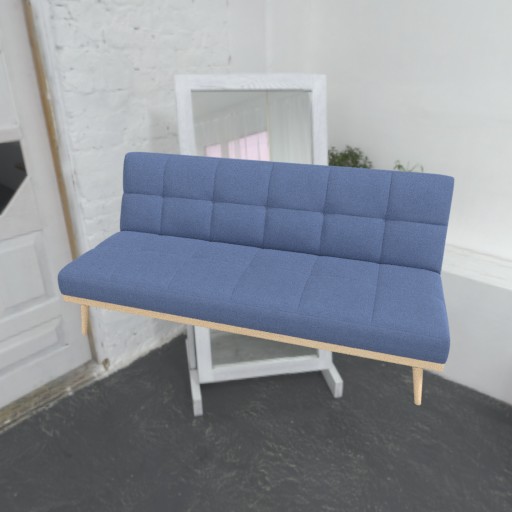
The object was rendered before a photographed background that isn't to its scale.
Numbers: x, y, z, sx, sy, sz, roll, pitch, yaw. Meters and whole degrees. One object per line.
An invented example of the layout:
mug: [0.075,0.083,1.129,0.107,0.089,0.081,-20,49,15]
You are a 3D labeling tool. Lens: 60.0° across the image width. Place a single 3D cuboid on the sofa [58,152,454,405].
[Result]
sofa: [0.000,0.000,2.217,1.800,0.800,0.796,8,27,16]
